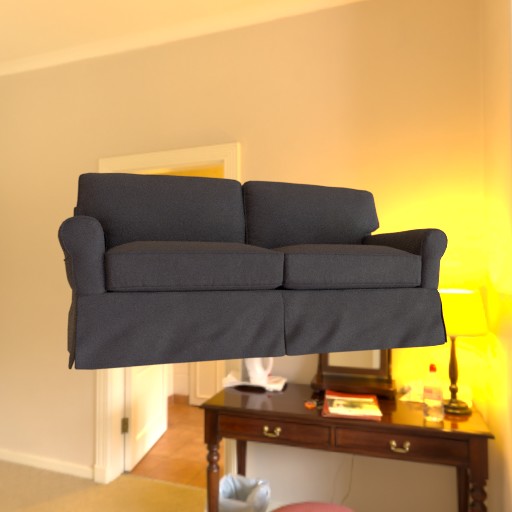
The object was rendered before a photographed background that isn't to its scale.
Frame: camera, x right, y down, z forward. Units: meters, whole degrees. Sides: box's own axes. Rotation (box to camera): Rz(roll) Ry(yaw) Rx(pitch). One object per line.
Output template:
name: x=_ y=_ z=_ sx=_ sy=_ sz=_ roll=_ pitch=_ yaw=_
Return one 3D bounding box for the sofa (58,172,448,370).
sofa: x=0.000 y=0.000 z=2.803 sx=2.256 sy=1.094 sz=0.983 roll=1 pitch=-2 yaw=-19
